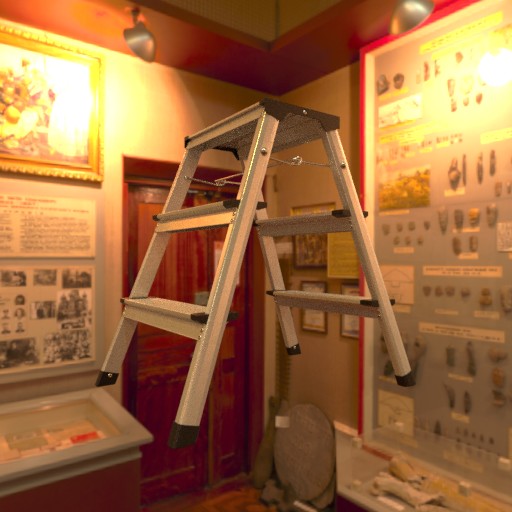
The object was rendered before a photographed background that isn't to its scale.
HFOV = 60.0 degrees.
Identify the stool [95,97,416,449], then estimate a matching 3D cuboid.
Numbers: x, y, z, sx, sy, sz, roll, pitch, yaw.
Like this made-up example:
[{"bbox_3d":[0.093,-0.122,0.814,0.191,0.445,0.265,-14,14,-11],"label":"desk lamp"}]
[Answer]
[{"bbox_3d":[0.000,0.000,1.043,0.622,0.605,0.437,0,0,-35],"label":"stool"}]
